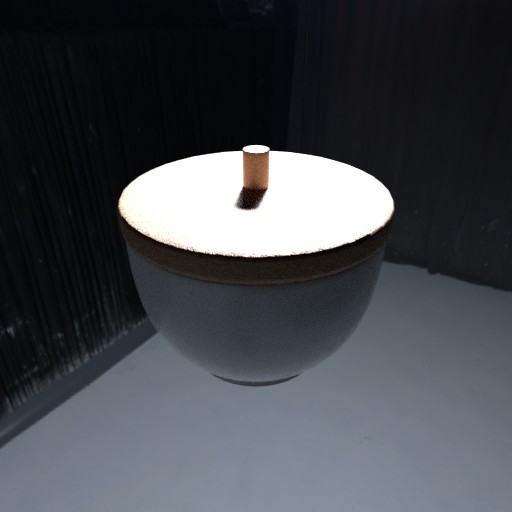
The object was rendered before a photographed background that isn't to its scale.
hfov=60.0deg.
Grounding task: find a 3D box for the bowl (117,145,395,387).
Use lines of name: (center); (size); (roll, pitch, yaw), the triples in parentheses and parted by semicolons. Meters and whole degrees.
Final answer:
bowl: (0.000, 0.000, 0.225); (0.126, 0.110, 0.126); (0, 30, 0)
